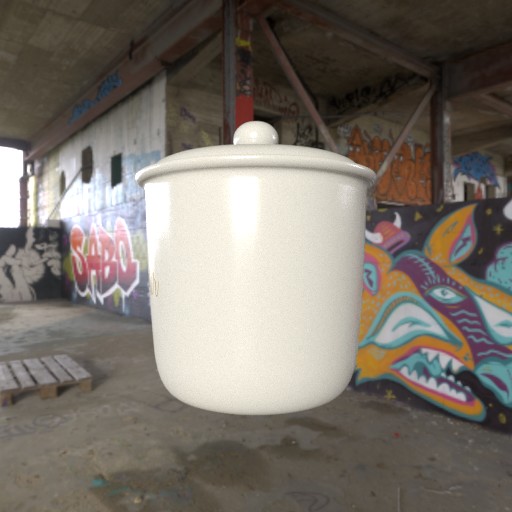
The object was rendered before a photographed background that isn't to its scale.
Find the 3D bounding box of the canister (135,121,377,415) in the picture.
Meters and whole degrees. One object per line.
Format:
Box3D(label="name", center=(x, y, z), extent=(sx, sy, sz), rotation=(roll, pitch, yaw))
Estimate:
Box3D(label="canister", center=(0.000, 0.000, 0.346), extent=(0.182, 0.208, 0.182), rotation=(0, 0, 0))
